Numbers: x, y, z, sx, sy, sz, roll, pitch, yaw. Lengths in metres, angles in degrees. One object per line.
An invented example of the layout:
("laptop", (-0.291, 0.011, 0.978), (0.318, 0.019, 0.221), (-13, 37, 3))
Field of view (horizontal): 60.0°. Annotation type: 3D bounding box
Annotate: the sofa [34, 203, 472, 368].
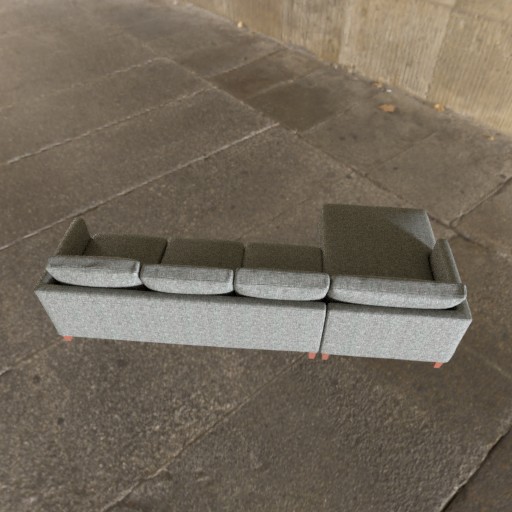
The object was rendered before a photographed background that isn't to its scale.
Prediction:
("sofa", (0.000, 0.000, 4.189), (3.485, 0.960, 1.635), (3, 46, 3))
